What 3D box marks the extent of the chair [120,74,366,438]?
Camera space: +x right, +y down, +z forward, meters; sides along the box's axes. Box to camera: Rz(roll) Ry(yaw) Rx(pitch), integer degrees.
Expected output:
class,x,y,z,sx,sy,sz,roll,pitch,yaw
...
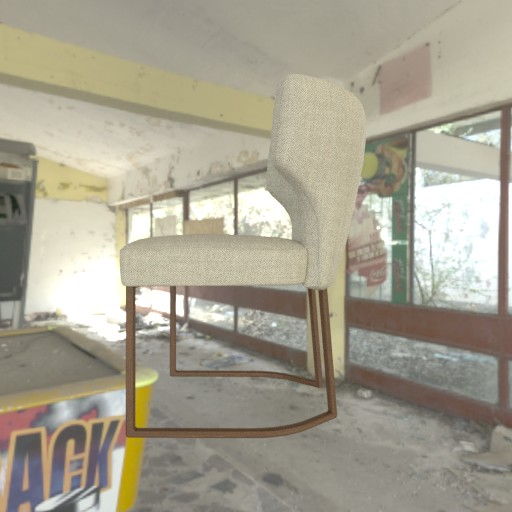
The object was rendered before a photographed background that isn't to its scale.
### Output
class,x,y,z,sx,sy,sz,roll,pitch,yaw
chair,0.000,0.000,1.259,0.617,0.824,0.611,0,0,0
